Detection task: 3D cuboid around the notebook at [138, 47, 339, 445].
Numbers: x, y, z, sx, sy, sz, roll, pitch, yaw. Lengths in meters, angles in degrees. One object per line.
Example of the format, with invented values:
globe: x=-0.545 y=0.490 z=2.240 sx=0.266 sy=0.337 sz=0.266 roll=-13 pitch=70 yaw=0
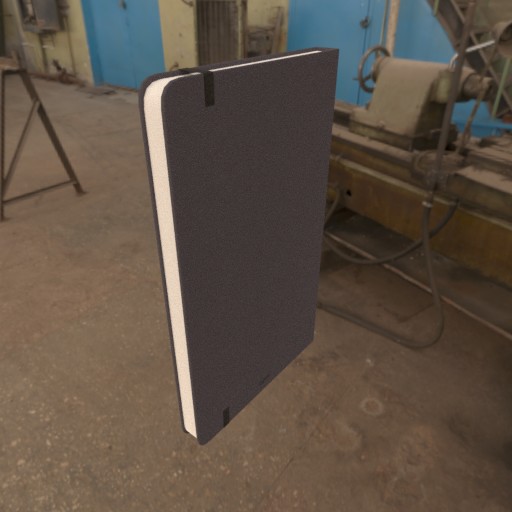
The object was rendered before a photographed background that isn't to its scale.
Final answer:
notebook: x=0.000 y=0.000 z=0.260 sx=0.016 sy=0.213 sz=0.127 roll=23 pitch=38 yaw=33
